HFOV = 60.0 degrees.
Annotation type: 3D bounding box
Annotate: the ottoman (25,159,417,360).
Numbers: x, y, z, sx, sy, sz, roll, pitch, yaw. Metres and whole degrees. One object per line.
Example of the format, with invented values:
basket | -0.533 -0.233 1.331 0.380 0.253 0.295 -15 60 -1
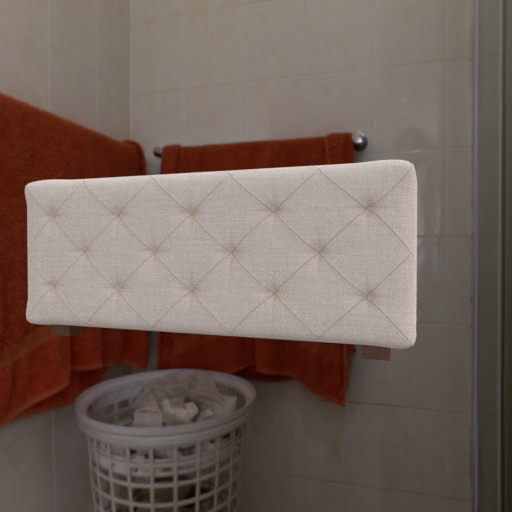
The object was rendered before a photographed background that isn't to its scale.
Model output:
ottoman | 0.000 0.000 1.548 1.028 0.439 1.028 0 1 18
